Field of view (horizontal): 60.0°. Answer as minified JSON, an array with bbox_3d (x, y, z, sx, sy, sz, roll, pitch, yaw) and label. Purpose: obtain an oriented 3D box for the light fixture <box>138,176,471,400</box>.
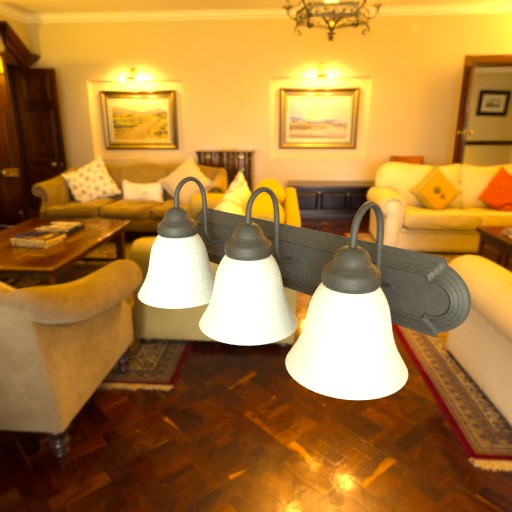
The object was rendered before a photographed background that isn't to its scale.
[{"bbox_3d":[0.000,0.000,0.721,0.199,0.222,0.610,-16,23,-42],"label":"light fixture"}]
